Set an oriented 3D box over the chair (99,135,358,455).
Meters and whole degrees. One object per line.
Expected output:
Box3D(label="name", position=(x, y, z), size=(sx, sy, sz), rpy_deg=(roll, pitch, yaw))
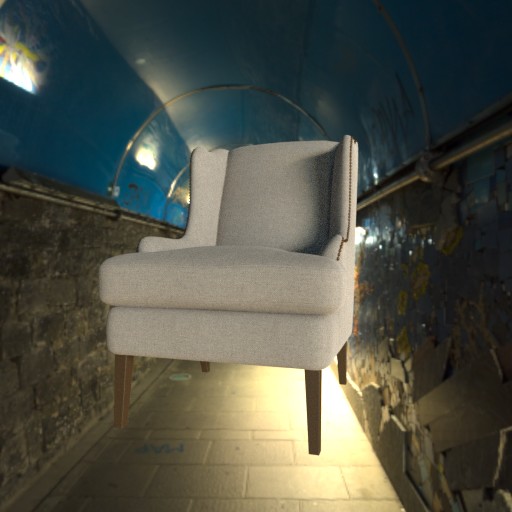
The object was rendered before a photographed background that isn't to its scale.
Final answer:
Box3D(label="chair", position=(0.000, 0.000, 1.661), size=(0.737, 1.029, 0.940), rpy_deg=(0, 1, 18))
